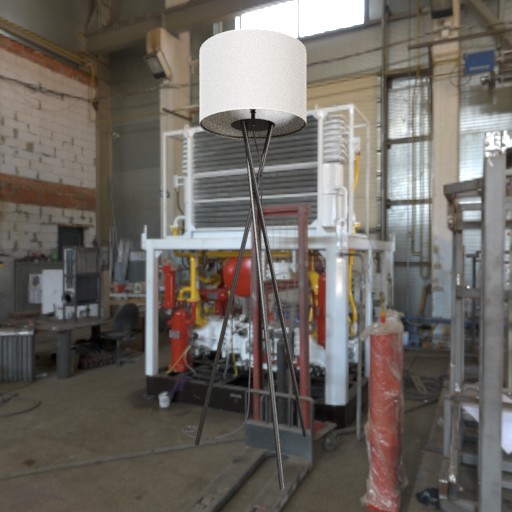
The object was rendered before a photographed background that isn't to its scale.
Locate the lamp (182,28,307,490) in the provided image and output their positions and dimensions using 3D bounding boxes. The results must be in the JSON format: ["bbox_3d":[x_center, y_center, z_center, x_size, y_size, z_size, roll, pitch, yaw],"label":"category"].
[{"bbox_3d":[0.000,0.000,1.844,0.522,1.624,0.667,0,0,-18],"label":"lamp"}]
